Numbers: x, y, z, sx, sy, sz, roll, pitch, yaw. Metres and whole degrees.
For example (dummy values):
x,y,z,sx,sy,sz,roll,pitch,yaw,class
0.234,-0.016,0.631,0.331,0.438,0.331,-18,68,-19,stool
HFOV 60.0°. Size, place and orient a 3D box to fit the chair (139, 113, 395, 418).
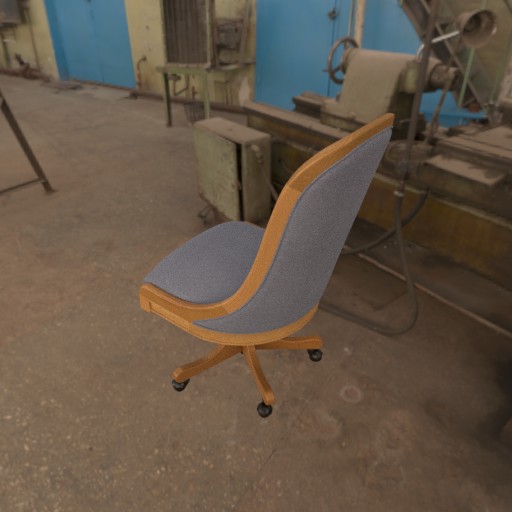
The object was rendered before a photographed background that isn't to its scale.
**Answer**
x,y,z,sx,sy,sz,roll,pitch,yaw,class
0.000,0.000,1.516,0.735,1.031,0.605,21,38,29,chair
